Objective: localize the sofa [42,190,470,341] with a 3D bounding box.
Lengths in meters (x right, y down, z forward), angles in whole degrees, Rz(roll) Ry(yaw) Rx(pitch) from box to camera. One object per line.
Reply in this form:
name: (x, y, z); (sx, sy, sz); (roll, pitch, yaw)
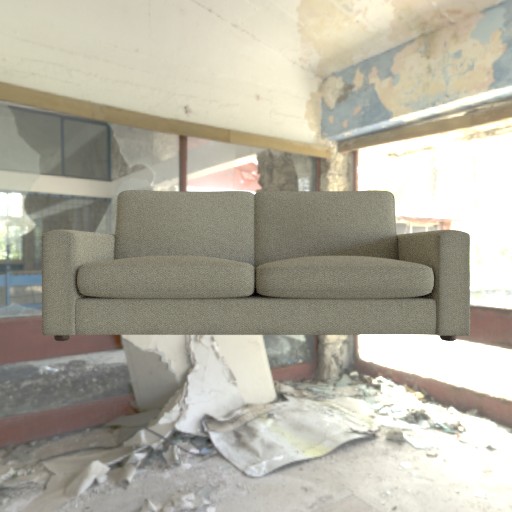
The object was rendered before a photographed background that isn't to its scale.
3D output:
sofa: (0.000, 0.000, 2.701); (2.179, 0.873, 1.016); (0, 1, 0)
